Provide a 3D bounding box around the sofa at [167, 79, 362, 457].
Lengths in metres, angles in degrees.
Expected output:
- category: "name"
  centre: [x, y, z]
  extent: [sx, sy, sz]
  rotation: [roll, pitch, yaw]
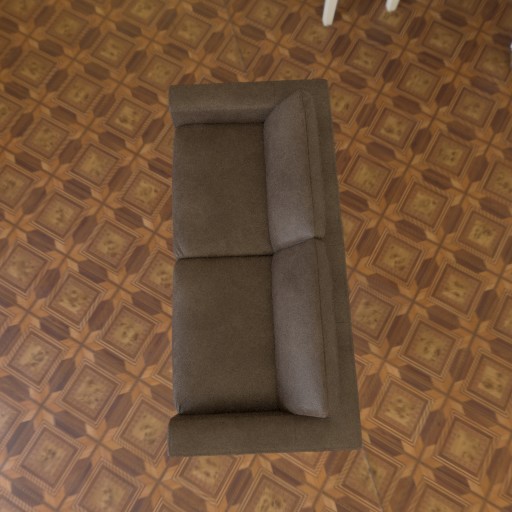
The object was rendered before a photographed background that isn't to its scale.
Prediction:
- category: "sofa"
  centre: [0.000, 0.000, 2.772]
  extent: [1.070, 0.801, 2.262]
  rotation: [-2, 76, -1]
